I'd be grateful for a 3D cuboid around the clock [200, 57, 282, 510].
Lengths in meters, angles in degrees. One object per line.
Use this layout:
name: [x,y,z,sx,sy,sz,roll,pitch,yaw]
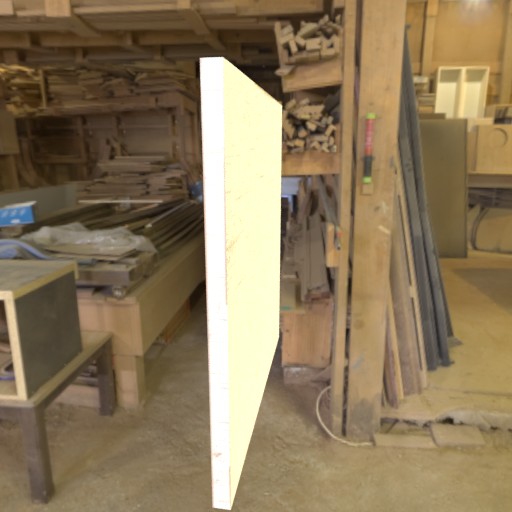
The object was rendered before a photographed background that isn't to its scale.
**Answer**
clock: [0.000,0.000,0.999,0.032,0.705,0.705,2,14,9]
